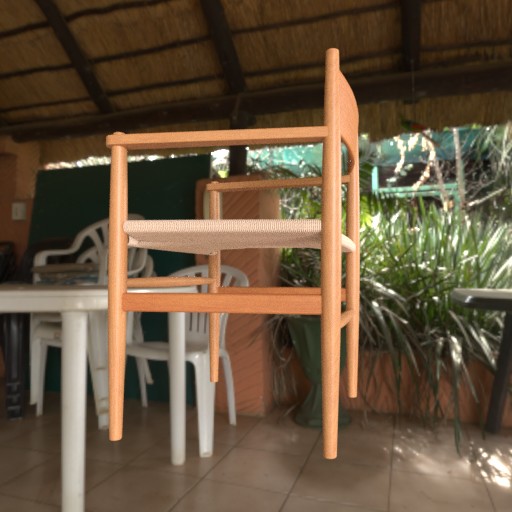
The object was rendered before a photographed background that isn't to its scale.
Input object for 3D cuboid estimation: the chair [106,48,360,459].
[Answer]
[{"bbox_3d":[0.000,0.000,1.098,0.495,0.762,0.556,-1,-3,18],"label":"chair"}]
